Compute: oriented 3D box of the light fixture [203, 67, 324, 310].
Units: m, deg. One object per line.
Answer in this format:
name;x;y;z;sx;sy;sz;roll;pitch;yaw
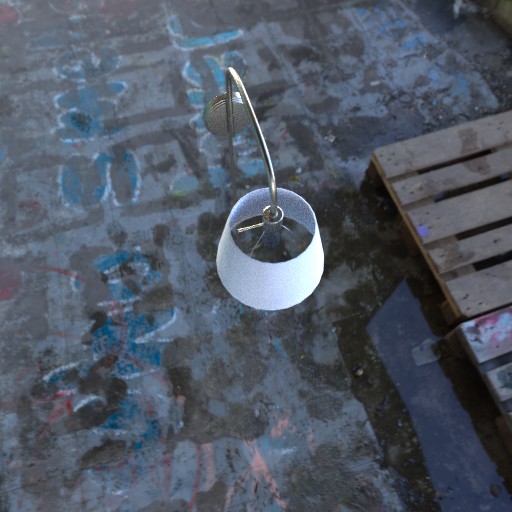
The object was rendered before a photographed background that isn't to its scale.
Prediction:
light fixture;0.000;0.000;0.468;0.092;0.399;0.176;-15;66;-7
